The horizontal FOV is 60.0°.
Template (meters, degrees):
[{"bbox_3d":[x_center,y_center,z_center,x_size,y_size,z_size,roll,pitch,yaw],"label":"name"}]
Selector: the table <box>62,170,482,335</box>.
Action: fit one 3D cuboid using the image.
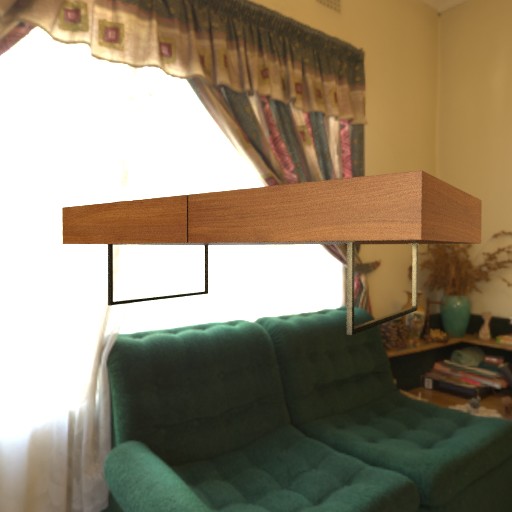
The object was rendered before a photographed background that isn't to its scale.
[{"bbox_3d":[0.000,0.000,1.409,1.194,0.330,0.610,1,1,36],"label":"table"}]
